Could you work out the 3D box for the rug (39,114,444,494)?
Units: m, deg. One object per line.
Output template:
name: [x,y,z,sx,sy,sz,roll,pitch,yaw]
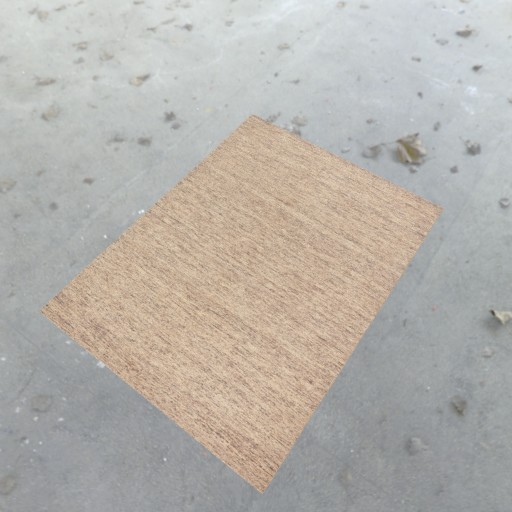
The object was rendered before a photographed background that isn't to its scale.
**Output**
rug: [0.000,0.000,4.248,2.448,0.013,3.205,32,63,18]
